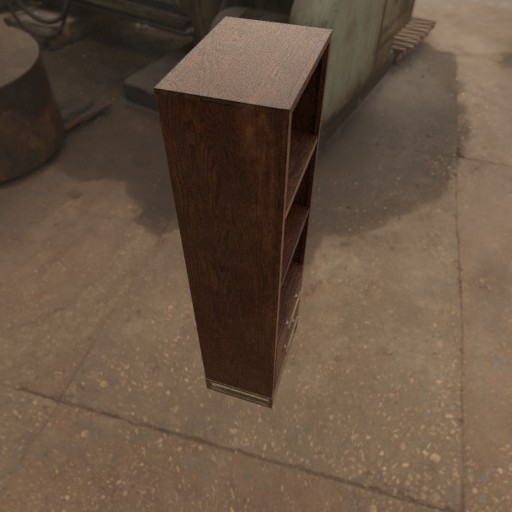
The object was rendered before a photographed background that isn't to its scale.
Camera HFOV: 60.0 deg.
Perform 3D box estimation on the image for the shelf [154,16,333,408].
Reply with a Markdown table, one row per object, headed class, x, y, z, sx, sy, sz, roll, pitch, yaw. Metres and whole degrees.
| class | x | y | z | sx | sy | sz | roll | pitch | yaw |
| --- | --- | --- | --- | --- | --- | --- | --- | --- | --- |
| shelf | 0.000 | 0.000 | 1.937 | 0.395 | 1.732 | 0.539 | 13 | 49 | 12 |
